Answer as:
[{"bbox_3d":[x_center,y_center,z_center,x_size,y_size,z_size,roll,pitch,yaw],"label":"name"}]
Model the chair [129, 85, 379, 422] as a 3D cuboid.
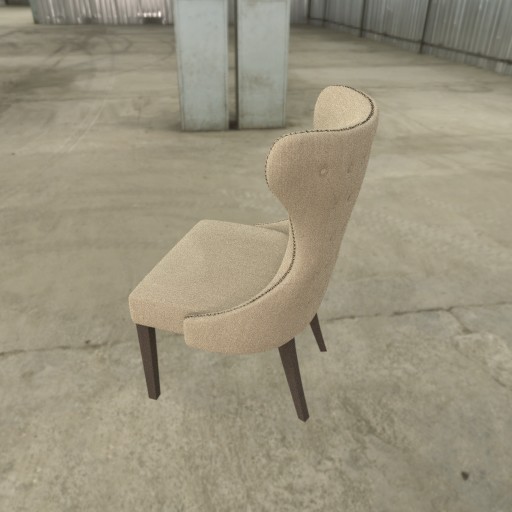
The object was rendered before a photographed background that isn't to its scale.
[{"bbox_3d":[0.000,0.000,1.413,0.635,0.967,0.628,9,32,15],"label":"chair"}]
